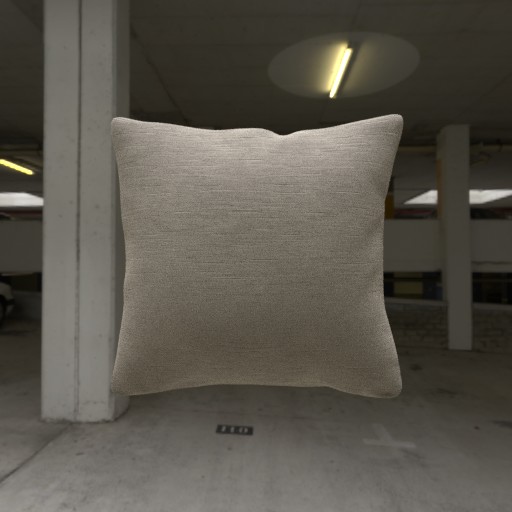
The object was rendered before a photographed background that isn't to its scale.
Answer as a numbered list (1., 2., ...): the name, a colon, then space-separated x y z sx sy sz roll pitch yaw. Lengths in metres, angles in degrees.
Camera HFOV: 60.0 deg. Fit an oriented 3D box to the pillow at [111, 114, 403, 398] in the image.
1. pillow: 0.000 0.000 0.661 0.437 0.420 0.162 0 -1 1
